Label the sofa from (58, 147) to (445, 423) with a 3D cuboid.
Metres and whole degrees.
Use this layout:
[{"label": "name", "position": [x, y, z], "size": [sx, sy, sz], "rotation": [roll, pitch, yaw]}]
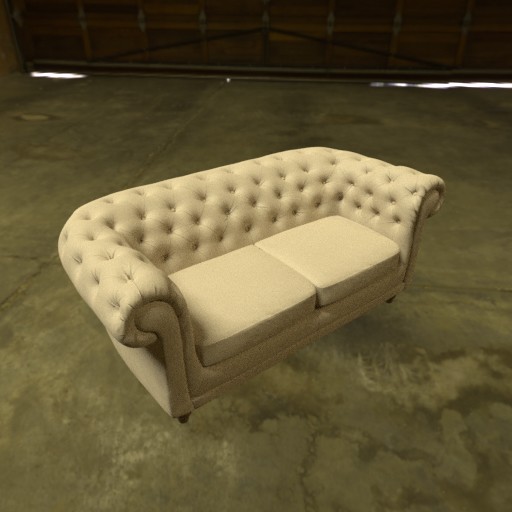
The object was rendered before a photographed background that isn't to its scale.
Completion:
[{"label": "sofa", "position": [0.000, 0.000, 2.502], "size": [1.988, 0.835, 1.069], "rotation": [-21, 36, -32]}]
